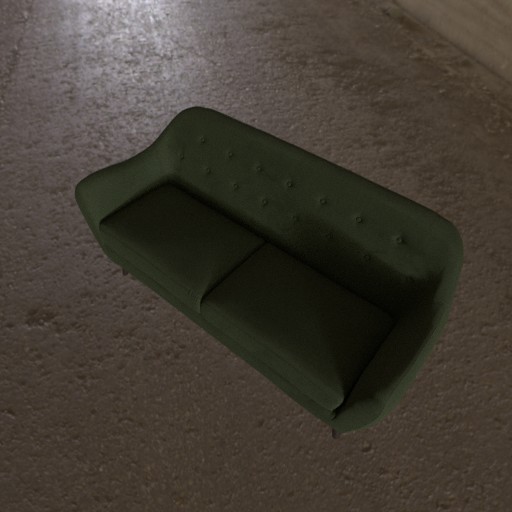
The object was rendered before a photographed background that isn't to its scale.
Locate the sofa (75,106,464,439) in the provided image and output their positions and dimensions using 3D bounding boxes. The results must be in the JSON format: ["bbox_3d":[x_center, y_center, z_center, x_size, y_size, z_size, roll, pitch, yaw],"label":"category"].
[{"bbox_3d":[0.000,0.000,2.226,1.840,0.836,0.820,32,55,26],"label":"sofa"}]
